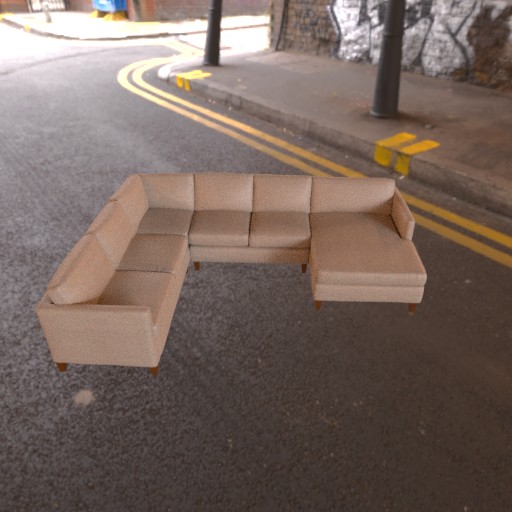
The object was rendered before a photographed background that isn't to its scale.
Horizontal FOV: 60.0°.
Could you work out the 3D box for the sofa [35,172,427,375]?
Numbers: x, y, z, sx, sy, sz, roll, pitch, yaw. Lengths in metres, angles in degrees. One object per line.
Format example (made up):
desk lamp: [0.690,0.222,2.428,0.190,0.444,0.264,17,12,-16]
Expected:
sofa: [0.000,0.000,4.667,3.460,0.961,2.594,1,33,2]
